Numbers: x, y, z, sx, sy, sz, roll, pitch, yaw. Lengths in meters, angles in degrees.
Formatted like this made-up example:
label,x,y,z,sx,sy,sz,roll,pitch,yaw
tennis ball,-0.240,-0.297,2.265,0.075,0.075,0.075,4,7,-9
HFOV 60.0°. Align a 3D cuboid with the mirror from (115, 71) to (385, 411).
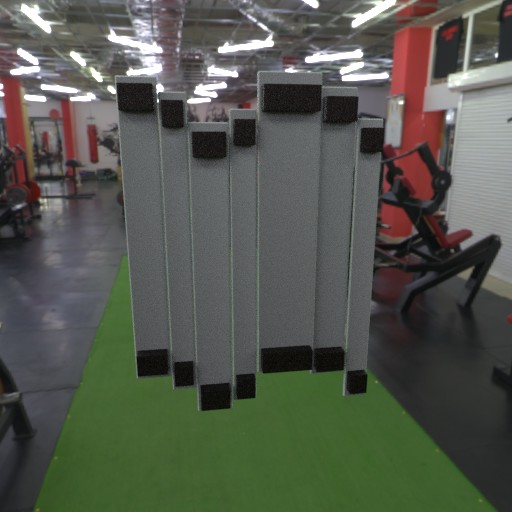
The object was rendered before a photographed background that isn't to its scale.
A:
label,x,y,z,sx,sy,sz,roll,pitch,yaw
mirror,0.000,0.000,0.786,0.445,0.611,0.058,-2,14,-9
